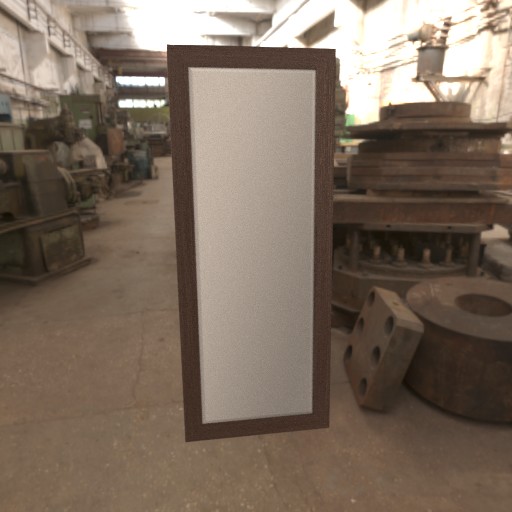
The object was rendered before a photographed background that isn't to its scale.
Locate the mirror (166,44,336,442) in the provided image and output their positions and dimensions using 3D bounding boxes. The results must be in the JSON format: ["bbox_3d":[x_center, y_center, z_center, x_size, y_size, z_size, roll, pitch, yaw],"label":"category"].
[{"bbox_3d":[0.000,0.000,2.301,0.812,2.020,0.221,-2,16,-8],"label":"mirror"}]
